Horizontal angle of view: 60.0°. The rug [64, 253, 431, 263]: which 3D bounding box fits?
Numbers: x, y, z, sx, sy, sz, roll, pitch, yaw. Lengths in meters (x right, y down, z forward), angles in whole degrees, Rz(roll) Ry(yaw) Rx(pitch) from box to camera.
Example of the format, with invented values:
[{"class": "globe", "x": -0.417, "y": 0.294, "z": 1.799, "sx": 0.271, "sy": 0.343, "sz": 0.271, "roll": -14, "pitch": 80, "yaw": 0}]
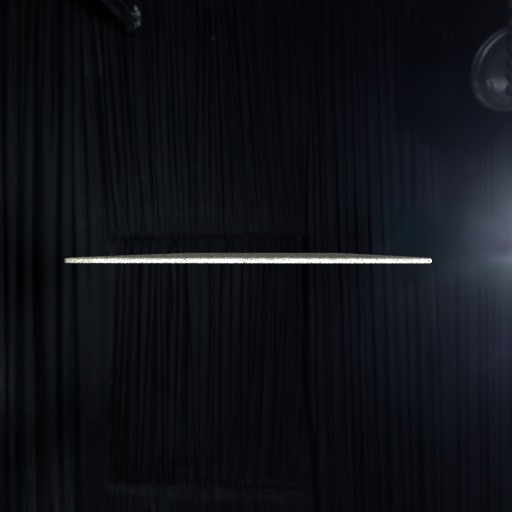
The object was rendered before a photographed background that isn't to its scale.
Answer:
[{"class": "rug", "x": 0.000, "y": 0.000, "z": 3.049, "sx": 1.539, "sy": 0.024, "sz": 2.469, "roll": 0, "pitch": 1, "yaw": 2}]
